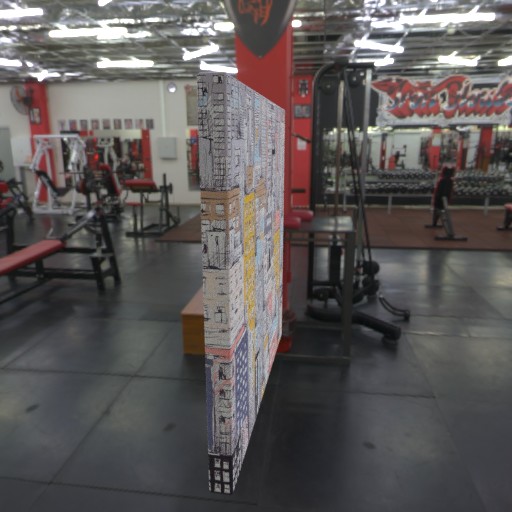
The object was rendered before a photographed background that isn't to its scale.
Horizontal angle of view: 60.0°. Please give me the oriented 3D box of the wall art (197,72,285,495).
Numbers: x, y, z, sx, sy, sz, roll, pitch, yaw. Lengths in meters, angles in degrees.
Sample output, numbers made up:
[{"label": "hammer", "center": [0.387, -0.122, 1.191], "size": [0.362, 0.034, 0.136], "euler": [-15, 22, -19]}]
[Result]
[{"label": "wall art", "center": [0.000, 0.000, 1.125], "size": [0.048, 0.762, 0.761], "euler": [3, 14, 10]}]
